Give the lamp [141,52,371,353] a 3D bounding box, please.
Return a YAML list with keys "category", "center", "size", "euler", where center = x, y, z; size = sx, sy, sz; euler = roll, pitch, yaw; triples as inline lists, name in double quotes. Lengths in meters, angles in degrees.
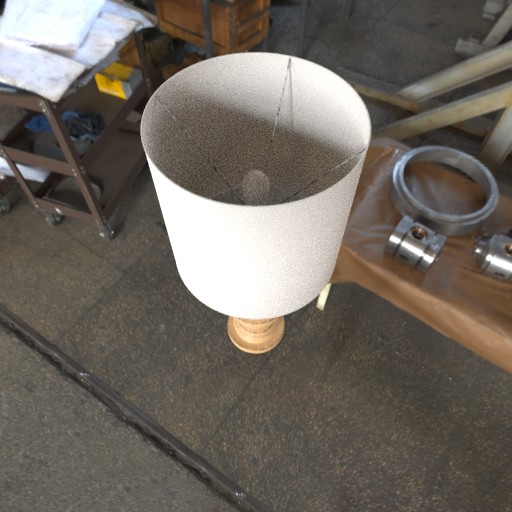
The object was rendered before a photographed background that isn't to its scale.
- category: "lamp"
  center: [0.000, 0.000, 0.594]
  size: [0.208, 0.455, 0.208]
  euler: [0, 57, 0]
